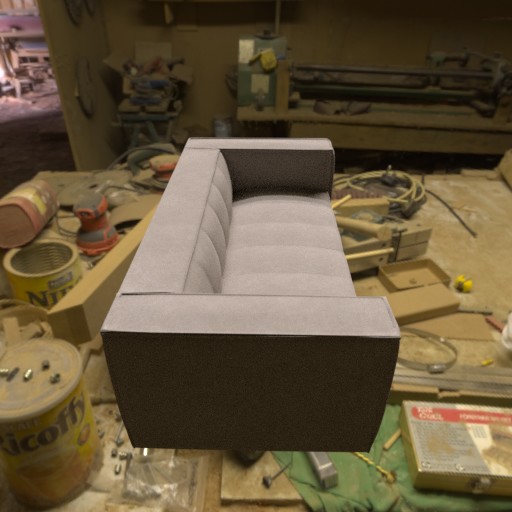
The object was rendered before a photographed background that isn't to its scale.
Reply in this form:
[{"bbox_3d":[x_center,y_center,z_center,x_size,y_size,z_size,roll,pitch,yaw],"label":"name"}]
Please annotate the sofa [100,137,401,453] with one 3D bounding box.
[{"bbox_3d":[0.000,0.000,2.416,1.038,0.680,1.995,1,33,1],"label":"sofa"}]
